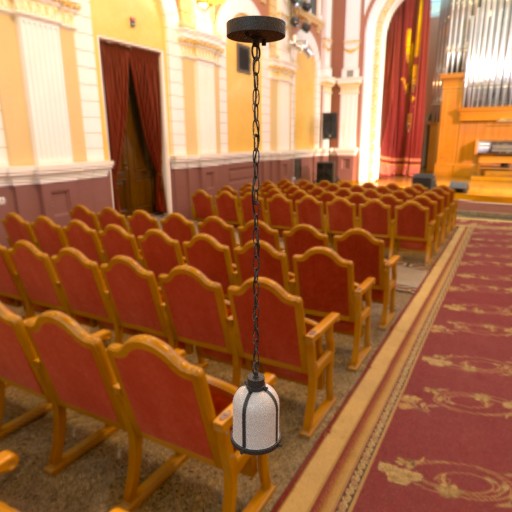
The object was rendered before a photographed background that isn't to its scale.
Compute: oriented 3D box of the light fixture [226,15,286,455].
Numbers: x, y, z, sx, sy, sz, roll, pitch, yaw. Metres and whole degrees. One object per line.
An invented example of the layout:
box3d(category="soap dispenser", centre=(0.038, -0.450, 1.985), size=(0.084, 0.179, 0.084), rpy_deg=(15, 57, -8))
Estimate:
box3d(category="light fixture", centre=(0.000, 0.000, 1.239), size=(0.178, 1.181, 0.178), rpy_deg=(8, 17, 28))
